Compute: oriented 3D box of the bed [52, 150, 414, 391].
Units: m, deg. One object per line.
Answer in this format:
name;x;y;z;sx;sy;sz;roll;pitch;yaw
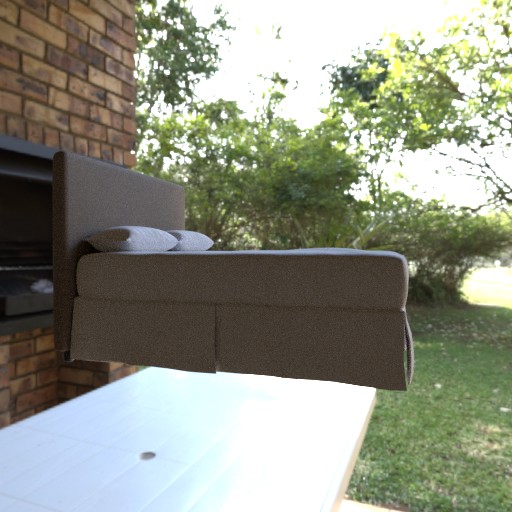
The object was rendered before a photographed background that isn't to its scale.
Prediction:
bed;0.000;0.000;3.236;2.142;1.330;1.723;0;1;17
